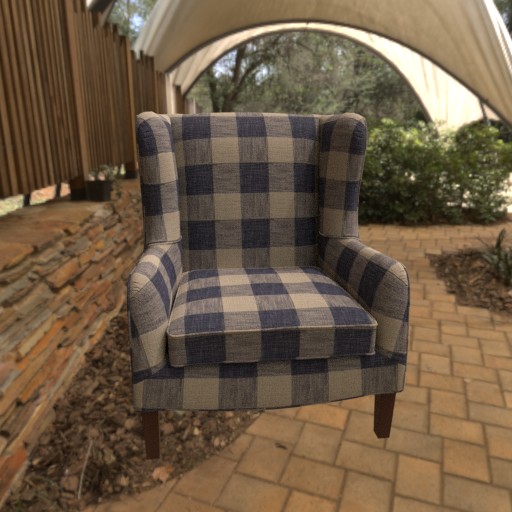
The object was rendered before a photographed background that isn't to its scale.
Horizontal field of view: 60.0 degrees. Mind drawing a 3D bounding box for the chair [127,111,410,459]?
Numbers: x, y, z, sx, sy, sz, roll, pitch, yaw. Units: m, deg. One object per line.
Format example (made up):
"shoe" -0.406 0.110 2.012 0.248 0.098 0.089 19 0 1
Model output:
"chair" 0.000 0.000 1.644 0.830 1.041 0.889 -2 16 -7
